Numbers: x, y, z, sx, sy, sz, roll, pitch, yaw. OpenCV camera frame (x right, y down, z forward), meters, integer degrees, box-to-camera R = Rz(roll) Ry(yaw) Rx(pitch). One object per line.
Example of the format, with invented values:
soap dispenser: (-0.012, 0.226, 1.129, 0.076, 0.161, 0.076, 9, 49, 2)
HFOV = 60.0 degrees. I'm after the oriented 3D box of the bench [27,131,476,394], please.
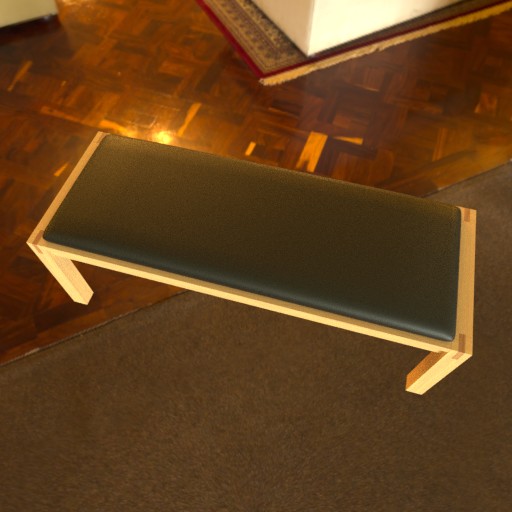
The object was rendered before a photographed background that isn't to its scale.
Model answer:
bench: (0.000, 0.000, 1.400, 1.202, 0.430, 0.450, 13, 60, 8)
